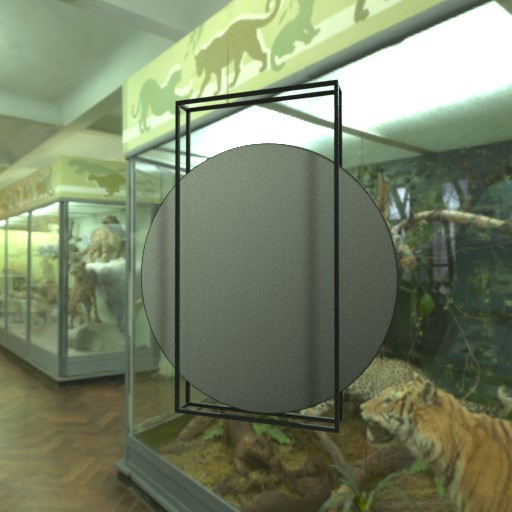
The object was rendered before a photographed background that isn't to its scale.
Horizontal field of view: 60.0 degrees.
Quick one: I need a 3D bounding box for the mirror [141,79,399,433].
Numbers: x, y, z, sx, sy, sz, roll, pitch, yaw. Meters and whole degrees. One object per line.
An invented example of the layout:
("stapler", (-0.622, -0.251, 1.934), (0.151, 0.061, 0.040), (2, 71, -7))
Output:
("mirror", (0.000, 0.000, 0.830), (0.508, 0.603, 0.051), (0, -1, 19))
